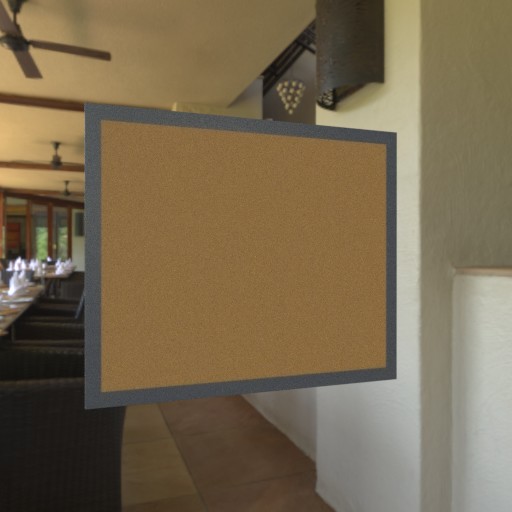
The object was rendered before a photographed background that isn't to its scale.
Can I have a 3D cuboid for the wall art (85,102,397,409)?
[{"bbox_3d":[0.000,0.000,0.916,0.660,0.558,0.026,0,0,-17],"label":"wall art"}]
